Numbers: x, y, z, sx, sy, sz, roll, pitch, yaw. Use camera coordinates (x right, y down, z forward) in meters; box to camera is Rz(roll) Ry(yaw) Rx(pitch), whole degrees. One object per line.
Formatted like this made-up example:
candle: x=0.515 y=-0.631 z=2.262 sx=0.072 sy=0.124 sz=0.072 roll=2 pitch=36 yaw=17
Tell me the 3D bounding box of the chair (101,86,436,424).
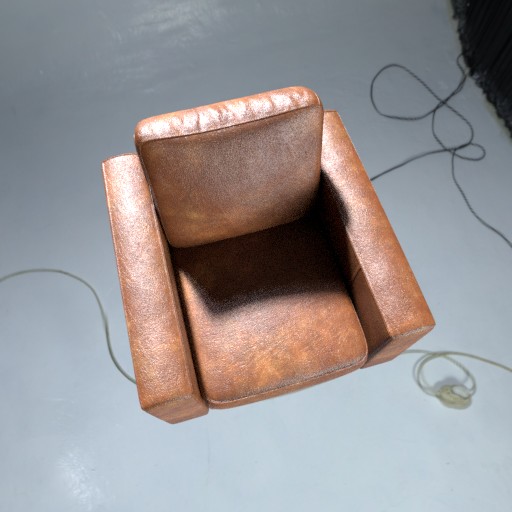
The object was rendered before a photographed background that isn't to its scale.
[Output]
chair: x=0.000 y=0.000 z=1.715 sx=1.005 sy=0.873 sz=1.016 roll=-14 pitch=66 yaw=-7
